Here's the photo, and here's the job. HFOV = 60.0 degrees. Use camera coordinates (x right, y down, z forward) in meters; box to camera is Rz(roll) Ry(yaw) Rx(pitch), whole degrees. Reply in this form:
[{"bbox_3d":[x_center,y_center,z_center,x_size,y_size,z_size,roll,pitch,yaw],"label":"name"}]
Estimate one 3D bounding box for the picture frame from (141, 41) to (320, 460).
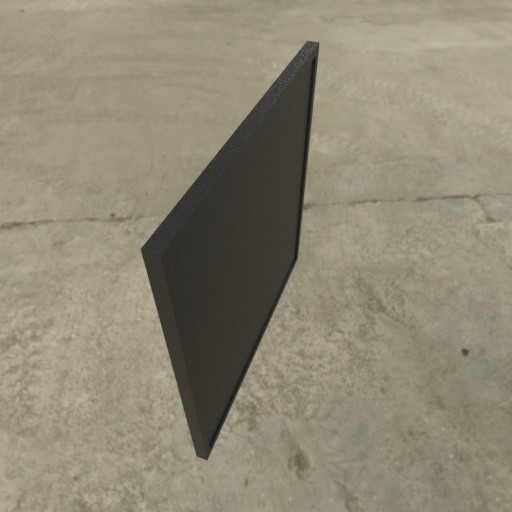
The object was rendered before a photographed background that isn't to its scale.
[{"bbox_3d":[0.000,0.000,1.124,0.032,0.775,0.775,16,49,15],"label":"picture frame"}]
